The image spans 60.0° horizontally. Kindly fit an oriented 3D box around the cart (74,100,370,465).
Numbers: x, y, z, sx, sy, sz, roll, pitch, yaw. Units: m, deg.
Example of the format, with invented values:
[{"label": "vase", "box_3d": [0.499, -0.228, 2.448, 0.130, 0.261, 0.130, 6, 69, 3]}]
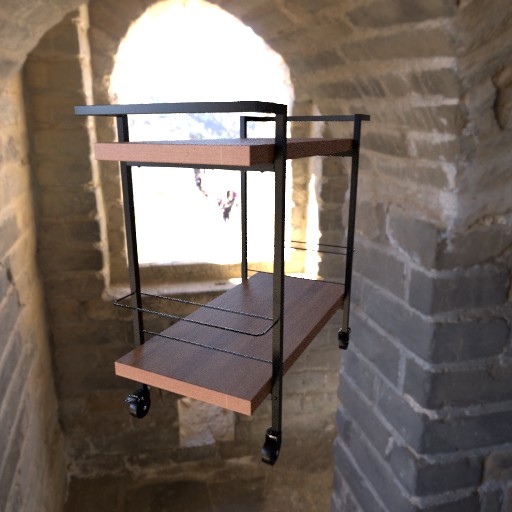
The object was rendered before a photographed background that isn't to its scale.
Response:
[{"label": "cart", "box_3d": [0.000, 0.000, 1.229, 0.406, 0.762, 0.806, 8, 18, 25]}]
